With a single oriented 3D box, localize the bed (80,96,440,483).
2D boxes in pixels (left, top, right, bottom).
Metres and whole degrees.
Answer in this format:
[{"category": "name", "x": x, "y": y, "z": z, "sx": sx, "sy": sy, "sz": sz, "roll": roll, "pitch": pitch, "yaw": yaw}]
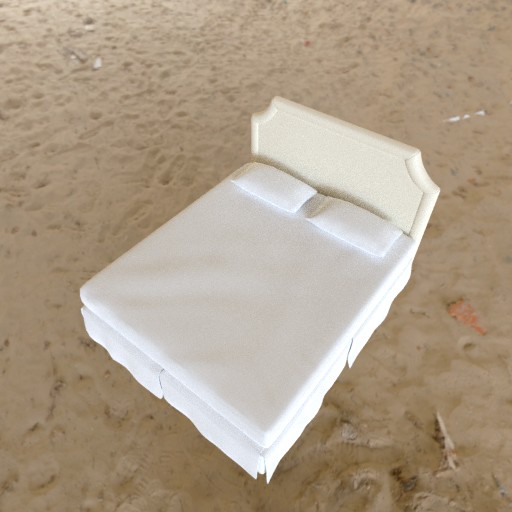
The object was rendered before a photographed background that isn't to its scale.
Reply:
[{"category": "bed", "x": 0.000, "y": 0.000, "z": 4.192, "sx": 2.350, "sy": 1.590, "sz": 2.773, "roll": 30, "pitch": 54, "yaw": 25}]
